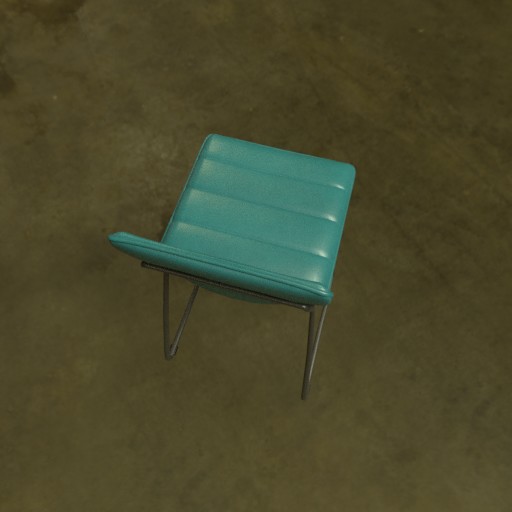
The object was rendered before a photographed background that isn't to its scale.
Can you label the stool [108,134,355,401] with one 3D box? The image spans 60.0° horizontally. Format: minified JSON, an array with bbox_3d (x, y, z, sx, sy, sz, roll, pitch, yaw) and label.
[{"bbox_3d":[0.000,0.000,1.194,0.489,0.866,0.524,14,64,7],"label":"stool"}]
